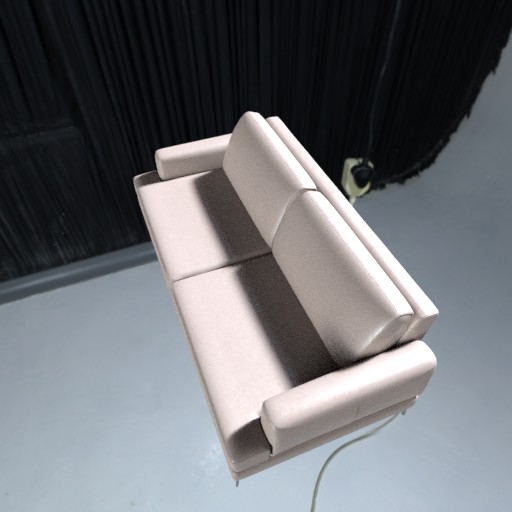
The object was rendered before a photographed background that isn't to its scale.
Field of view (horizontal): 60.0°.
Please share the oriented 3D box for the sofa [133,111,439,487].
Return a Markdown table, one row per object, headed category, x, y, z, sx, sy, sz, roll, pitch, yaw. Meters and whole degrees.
| category | x | y | z | sx | sy | sz | roll | pitch | yaw |
| --- | --- | --- | --- | --- | --- | --- | --- | --- | --- |
| sofa | 0.000 | 0.000 | 2.394 | 0.974 | 0.765 | 1.940 | -16 | 49 | -15 |
